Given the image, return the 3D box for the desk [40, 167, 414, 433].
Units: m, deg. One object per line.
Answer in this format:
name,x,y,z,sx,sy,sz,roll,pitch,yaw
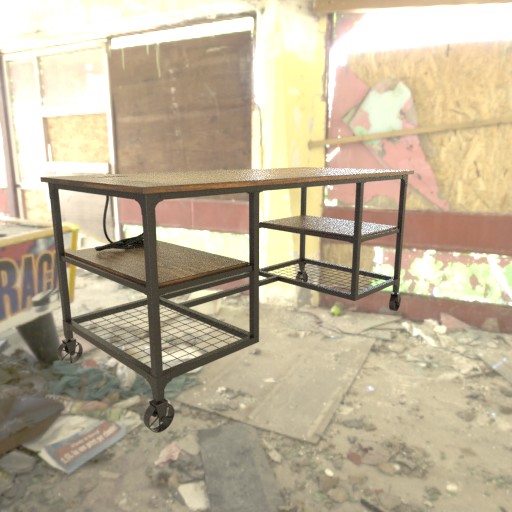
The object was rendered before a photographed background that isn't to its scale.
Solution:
desk,0.000,0.000,2.030,0.711,0.751,1.590,13,18,43
